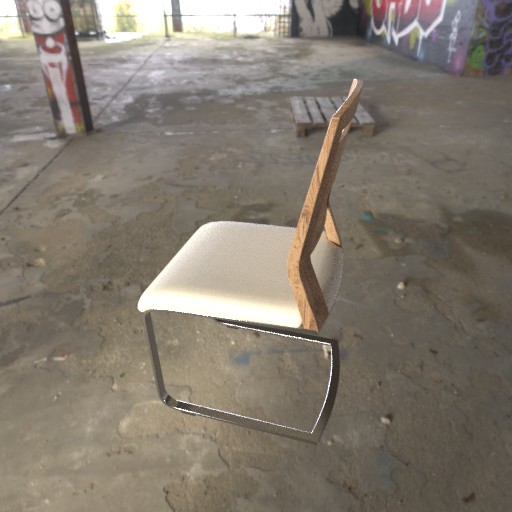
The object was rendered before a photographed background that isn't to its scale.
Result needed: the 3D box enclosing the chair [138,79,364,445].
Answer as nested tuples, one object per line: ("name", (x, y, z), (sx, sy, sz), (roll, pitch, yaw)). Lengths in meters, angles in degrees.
("chair", (0.000, 0.000, 1.283), (0.561, 0.955, 0.457), (9, 32, 14))
